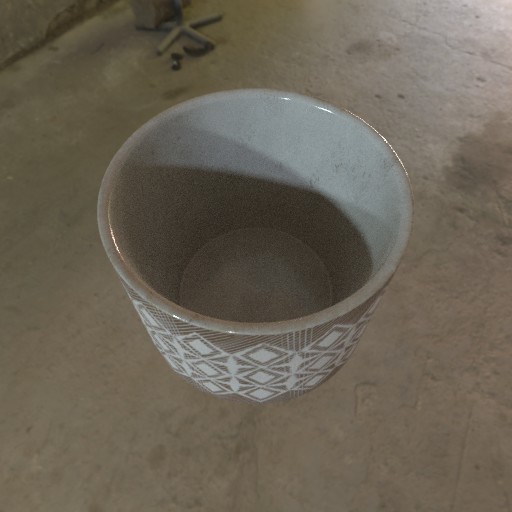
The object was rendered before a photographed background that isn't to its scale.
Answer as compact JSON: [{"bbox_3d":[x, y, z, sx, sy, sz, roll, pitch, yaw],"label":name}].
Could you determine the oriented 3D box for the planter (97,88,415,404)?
[{"bbox_3d":[0.000,0.000,0.223,0.126,0.104,0.126,0,58,0],"label":"planter"}]
